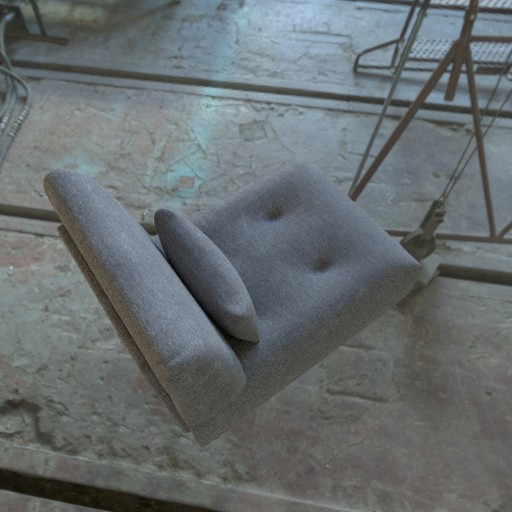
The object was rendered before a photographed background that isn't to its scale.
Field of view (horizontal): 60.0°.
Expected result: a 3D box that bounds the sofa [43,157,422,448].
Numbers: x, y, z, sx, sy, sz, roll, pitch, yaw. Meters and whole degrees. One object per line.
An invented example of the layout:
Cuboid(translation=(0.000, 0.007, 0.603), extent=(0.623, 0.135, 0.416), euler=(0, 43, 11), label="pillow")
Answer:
Cuboid(translation=(0.000, 0.000, 1.510), extent=(1.000, 0.820, 0.700), euler=(-31, 63, -18), label="sofa")
